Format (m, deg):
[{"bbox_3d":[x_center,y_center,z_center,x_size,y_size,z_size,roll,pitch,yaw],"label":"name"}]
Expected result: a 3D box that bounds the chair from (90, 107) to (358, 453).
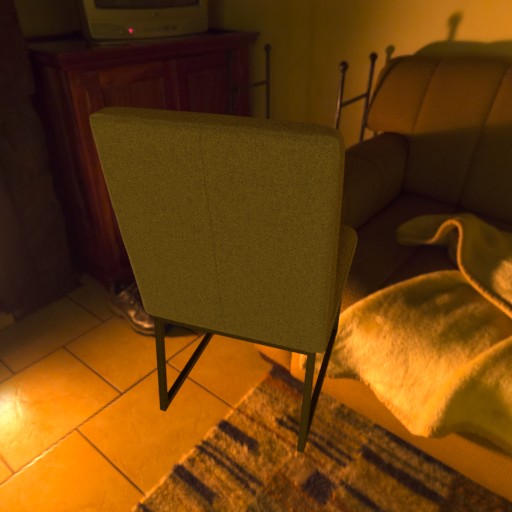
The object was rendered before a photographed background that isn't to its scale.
[{"bbox_3d":[0.000,0.000,1.293,0.520,0.930,0.634,10,33,16],"label":"chair"}]
